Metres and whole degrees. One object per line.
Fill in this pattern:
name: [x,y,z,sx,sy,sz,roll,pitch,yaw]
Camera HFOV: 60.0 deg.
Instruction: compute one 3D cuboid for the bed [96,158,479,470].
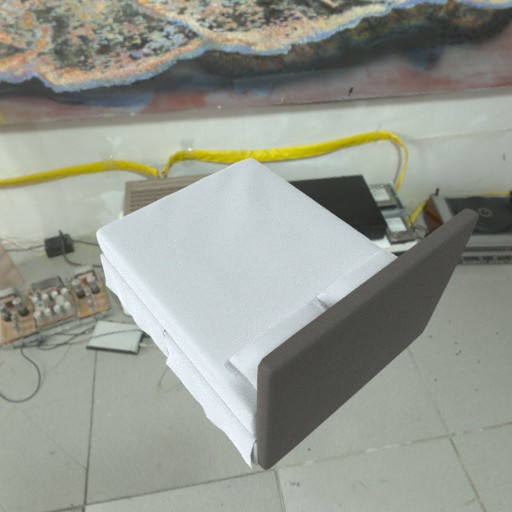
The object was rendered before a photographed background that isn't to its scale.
bed: [0.000,0.000,3.258,1.723,1.330,2.142,-31,54,-26]
